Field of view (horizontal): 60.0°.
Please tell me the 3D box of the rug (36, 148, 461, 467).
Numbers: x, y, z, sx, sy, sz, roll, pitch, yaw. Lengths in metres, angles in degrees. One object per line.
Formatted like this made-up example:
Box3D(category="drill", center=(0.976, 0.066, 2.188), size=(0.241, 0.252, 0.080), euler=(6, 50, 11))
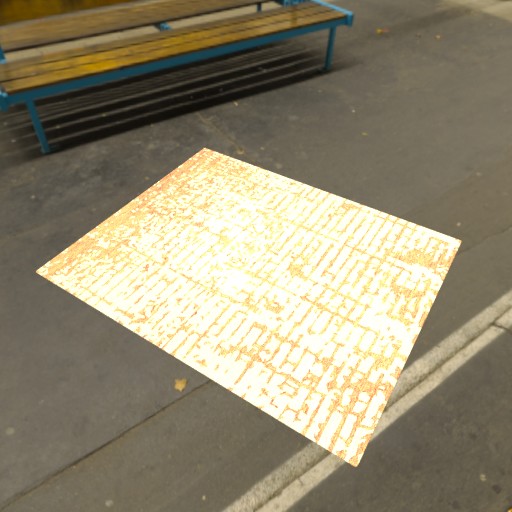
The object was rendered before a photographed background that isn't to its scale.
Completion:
Box3D(category="rug", center=(0.000, 0.000, 4.044), size=(3.050, 0.011, 2.441), euler=(24, 50, 23))
